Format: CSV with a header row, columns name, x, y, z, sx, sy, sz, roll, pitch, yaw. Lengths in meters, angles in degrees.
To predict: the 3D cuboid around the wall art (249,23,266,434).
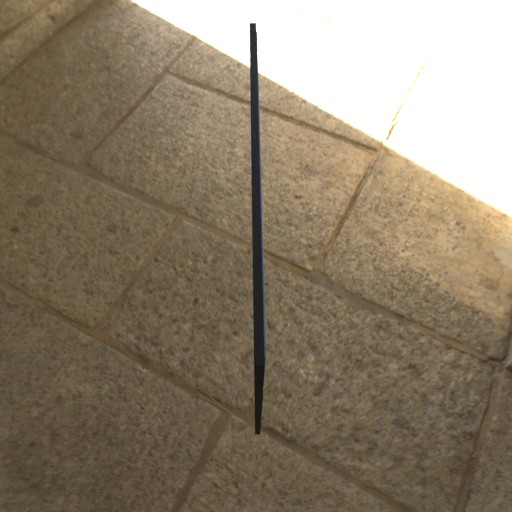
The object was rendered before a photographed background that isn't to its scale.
name,x,y,z,sx,sy,sz,roll,pitch,yaw
wall art,0.000,0.000,0.987,0.015,0.663,0.664,-1,61,0
